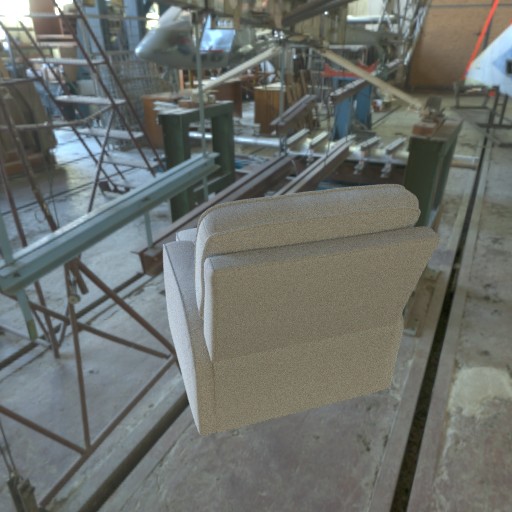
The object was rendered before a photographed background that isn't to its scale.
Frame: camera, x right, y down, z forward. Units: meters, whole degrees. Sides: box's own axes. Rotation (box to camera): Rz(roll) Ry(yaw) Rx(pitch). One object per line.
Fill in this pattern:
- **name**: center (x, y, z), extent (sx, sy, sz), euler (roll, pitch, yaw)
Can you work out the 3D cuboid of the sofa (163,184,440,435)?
- **sofa**: center (0.000, 0.000, 2.076), extent (0.861, 0.959, 1.472), euler (-8, 28, -16)
